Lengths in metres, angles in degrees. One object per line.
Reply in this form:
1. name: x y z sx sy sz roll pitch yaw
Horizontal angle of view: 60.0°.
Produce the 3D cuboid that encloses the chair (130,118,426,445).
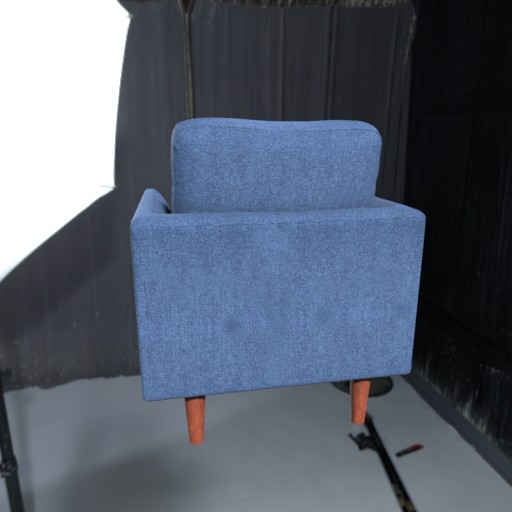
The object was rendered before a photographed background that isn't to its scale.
1. chair: 0.000 0.000 1.650 0.858 0.957 0.899 -3 15 -10
